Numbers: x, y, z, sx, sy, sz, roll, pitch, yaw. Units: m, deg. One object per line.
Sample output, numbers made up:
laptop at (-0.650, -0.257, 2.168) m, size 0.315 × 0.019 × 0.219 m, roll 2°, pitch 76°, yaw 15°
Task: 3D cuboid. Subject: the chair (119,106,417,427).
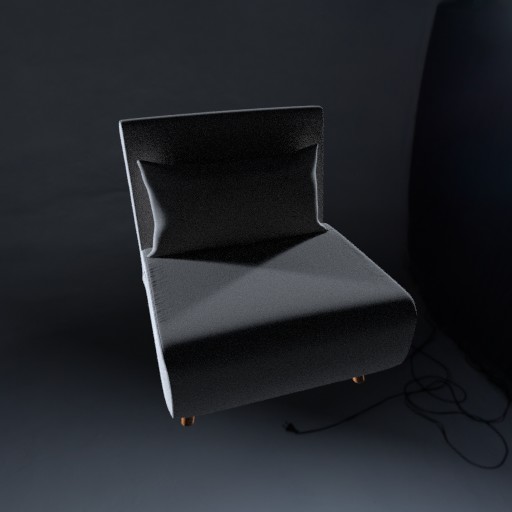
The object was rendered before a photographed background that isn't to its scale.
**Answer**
chair at (0.000, 0.000, 1.527) m, size 0.770 × 0.808 × 0.902 m, roll -9°, pitch 32°, yaw -15°
